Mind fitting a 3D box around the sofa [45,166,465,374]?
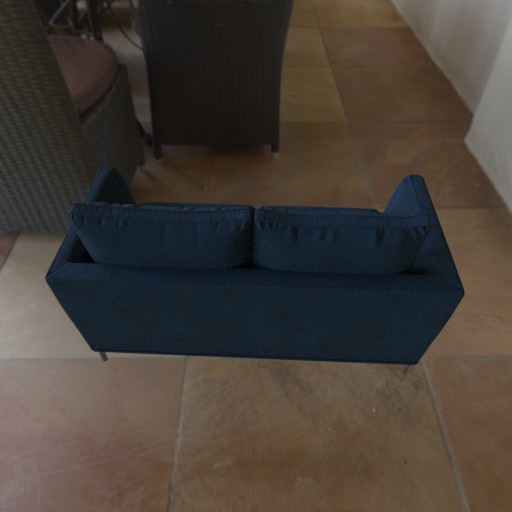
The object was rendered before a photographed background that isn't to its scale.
[{"bbox_3d":[0.000,0.000,2.309,1.770,1.002,0.853,2,45,2],"label":"sofa"}]
